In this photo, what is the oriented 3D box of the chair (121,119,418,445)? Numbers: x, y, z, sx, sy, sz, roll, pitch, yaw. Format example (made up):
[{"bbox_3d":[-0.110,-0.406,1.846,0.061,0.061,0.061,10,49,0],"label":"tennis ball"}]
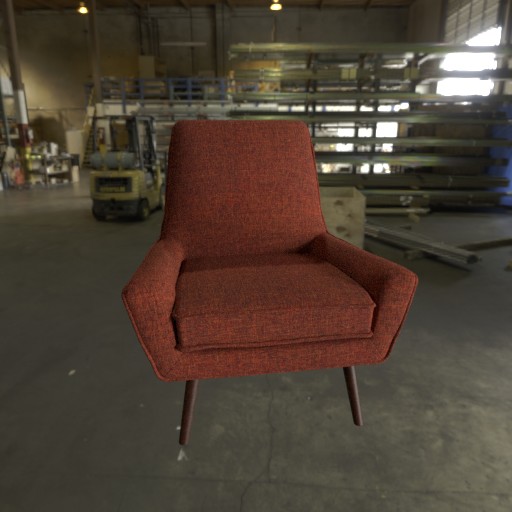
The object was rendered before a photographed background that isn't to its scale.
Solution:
[{"bbox_3d":[0.000,0.000,1.515,0.803,0.911,0.784,-2,15,-9],"label":"chair"}]
